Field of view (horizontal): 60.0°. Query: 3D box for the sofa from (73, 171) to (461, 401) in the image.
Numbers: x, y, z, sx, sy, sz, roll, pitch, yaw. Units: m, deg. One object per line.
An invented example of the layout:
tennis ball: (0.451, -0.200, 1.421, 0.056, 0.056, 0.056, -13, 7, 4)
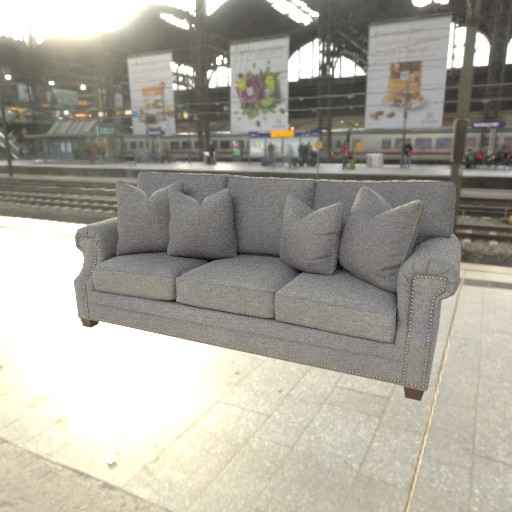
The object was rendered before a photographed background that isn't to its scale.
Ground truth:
sofa: (0.000, 0.000, 2.756, 2.312, 0.975, 0.965, 6, 15, 24)
